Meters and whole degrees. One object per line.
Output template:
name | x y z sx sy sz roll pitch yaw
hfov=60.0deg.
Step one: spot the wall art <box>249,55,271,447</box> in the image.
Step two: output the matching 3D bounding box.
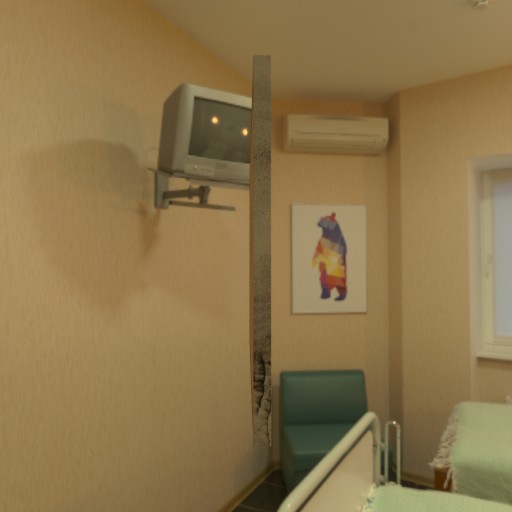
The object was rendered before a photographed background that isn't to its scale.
wall art | 0.000 0.000 1.427 0.035 0.758 1.141 0 -1 -1
